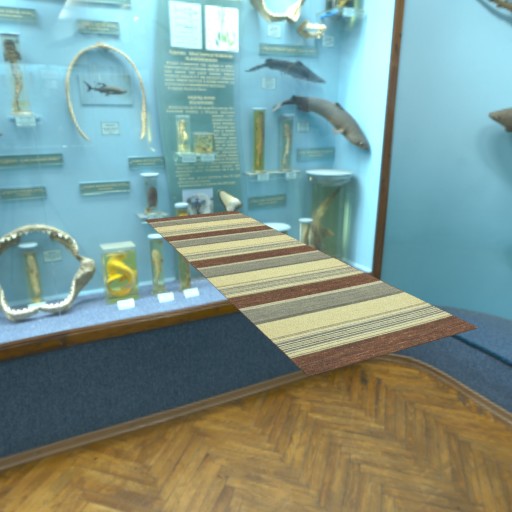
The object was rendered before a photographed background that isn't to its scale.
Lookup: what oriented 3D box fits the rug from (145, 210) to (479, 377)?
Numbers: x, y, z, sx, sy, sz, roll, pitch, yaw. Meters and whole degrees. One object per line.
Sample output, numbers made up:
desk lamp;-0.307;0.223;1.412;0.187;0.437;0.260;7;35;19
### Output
rug;0.000;0.000;2.644;0.792;0.006;2.437;-8;20;-24
